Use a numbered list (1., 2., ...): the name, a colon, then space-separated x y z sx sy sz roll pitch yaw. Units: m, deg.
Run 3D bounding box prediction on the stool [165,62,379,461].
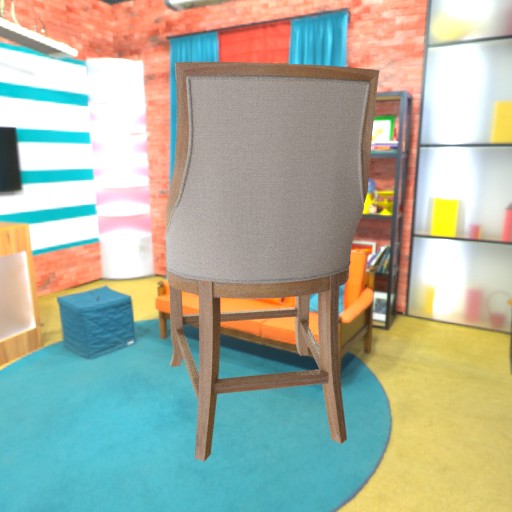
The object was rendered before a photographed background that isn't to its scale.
1. stool: 0.000 0.000 1.290 0.524 0.938 0.626 -2 13 -11
